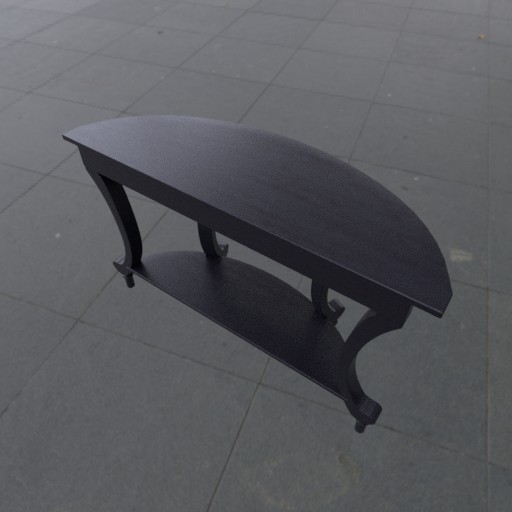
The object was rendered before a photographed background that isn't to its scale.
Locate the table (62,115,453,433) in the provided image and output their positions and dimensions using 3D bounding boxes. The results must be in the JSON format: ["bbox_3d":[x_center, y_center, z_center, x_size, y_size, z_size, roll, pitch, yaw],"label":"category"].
[{"bbox_3d":[0.000,0.000,1.487,1.198,0.692,0.394,27,51,24],"label":"table"}]
